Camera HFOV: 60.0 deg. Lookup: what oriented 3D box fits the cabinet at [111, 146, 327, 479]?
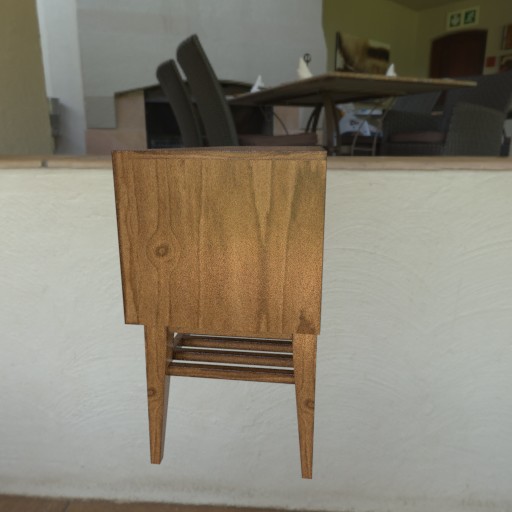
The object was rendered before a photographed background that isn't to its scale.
[{"bbox_3d":[0.000,0.000,1.687,0.477,0.802,1.363,2,14,7],"label":"cabinet"}]
